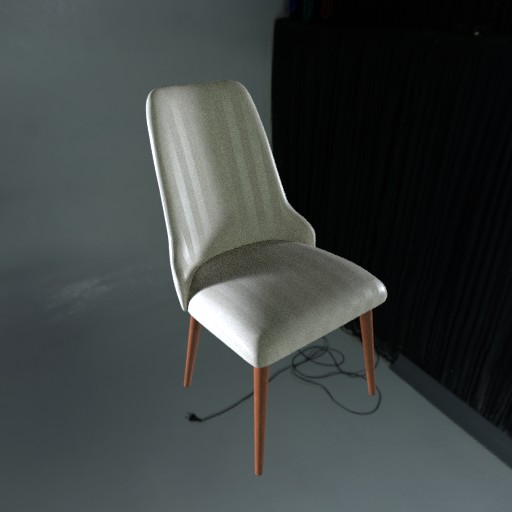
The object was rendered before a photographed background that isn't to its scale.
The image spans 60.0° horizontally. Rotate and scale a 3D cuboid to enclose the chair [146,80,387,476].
[{"bbox_3d":[0.000,0.000,1.356,0.526,0.917,0.684,-21,36,-31],"label":"chair"}]
